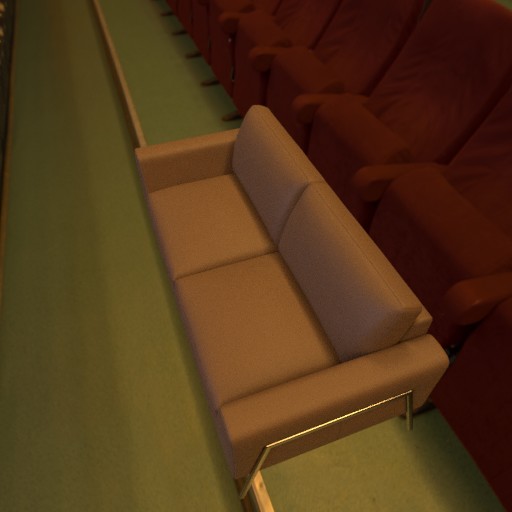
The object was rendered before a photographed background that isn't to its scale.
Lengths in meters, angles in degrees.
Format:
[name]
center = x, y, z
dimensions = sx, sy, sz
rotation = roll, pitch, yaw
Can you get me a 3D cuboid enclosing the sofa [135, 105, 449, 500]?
[sofa]
center = 0.000, 0.000, 2.443
dimensions = 0.953, 0.875, 2.017
rotation = -15, 48, -14
